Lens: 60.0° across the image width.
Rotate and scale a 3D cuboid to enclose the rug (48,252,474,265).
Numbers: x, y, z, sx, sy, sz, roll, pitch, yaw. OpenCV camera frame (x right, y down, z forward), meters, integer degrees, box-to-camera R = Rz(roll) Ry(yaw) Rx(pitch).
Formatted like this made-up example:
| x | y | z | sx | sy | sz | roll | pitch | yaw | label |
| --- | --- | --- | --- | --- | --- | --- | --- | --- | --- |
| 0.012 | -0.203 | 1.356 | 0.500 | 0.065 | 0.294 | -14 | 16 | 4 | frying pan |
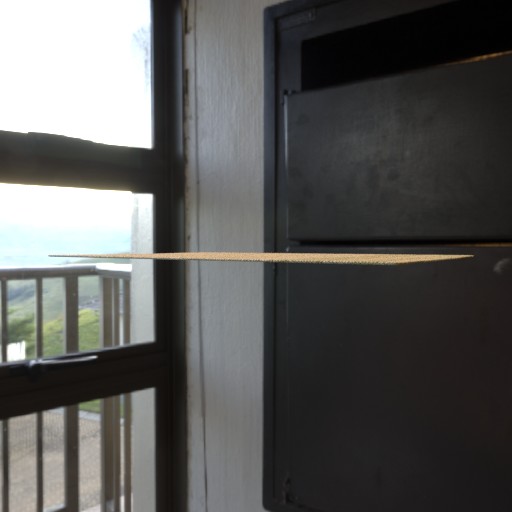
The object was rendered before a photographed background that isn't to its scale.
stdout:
| x | y | z | sx | sy | sz | roll | pitch | yaw | label |
| --- | --- | --- | --- | --- | --- | --- | --- | --- | --- |
| 0.000 | 0.000 | 2.164 | 1.758 | 0.010 | 1.143 | 1 | 2 | 35 | rug |
